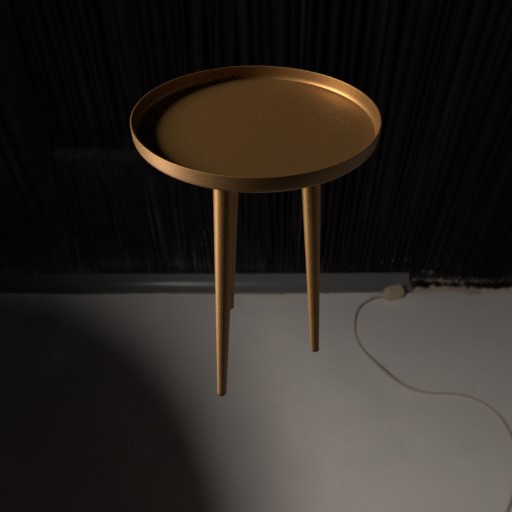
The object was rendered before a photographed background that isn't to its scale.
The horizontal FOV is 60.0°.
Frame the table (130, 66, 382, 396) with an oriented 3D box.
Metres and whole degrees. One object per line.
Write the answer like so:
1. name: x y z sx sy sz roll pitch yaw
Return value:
1. table: 0.000 0.000 0.699 0.299 0.480 0.299 -1 43 -1
